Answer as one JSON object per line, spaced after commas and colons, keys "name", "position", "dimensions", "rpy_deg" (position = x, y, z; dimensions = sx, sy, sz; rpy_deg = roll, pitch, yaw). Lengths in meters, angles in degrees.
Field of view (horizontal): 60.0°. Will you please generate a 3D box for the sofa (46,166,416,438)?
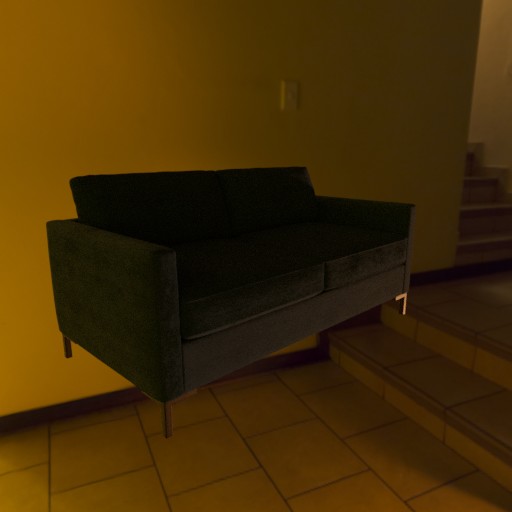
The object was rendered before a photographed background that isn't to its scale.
{"name": "sofa", "position": [0.000, 0.000, 2.174], "dimensions": [1.676, 0.817, 0.875], "rpy_deg": [-13, 19, -43]}
